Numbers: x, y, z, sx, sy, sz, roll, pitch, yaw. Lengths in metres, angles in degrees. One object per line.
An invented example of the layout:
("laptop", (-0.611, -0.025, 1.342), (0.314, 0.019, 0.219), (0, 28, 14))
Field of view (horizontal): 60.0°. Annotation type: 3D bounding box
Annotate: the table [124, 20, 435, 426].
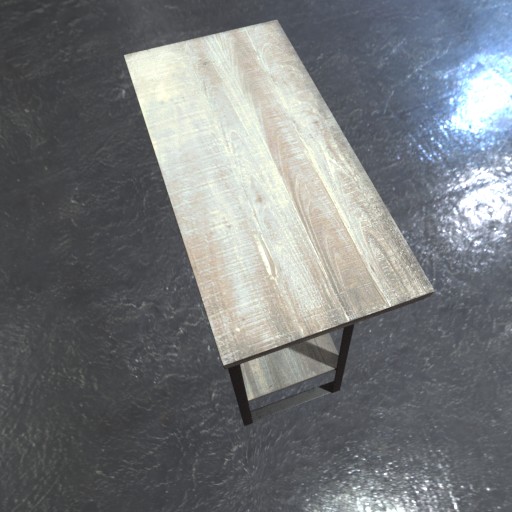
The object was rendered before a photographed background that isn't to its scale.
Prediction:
("table", (0.000, 0.000, 1.013), (0.300, 0.701, 0.599), (-18, 64, -9))
